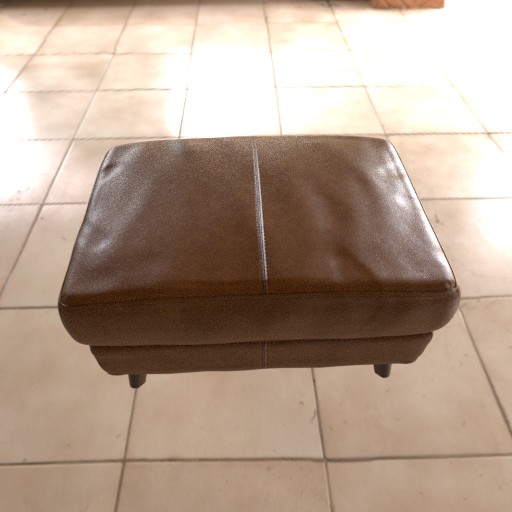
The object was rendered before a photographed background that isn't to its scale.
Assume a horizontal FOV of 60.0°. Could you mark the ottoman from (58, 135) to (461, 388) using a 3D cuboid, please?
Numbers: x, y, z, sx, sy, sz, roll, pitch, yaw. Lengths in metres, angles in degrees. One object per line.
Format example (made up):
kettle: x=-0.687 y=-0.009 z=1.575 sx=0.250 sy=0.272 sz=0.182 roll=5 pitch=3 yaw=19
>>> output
ottoman: x=0.000 y=0.000 z=1.221 sx=0.869 sy=0.461 sz=0.630 roll=-2 pitch=47 yaw=-2
